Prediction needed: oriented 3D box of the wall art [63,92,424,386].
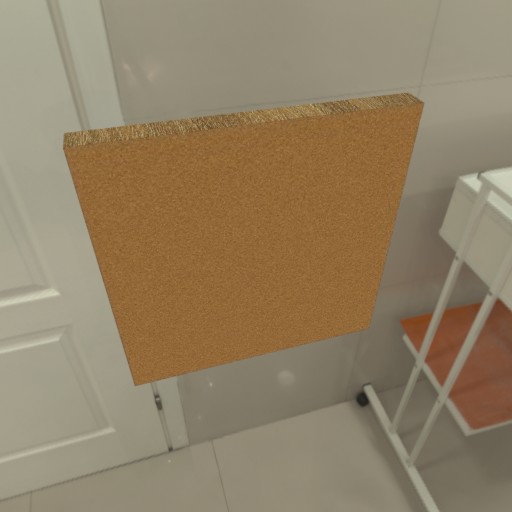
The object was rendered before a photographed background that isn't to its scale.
[{"bbox_3d":[0.000,0.000,0.620,0.406,0.403,0.039,-11,41,-13],"label":"wall art"}]
